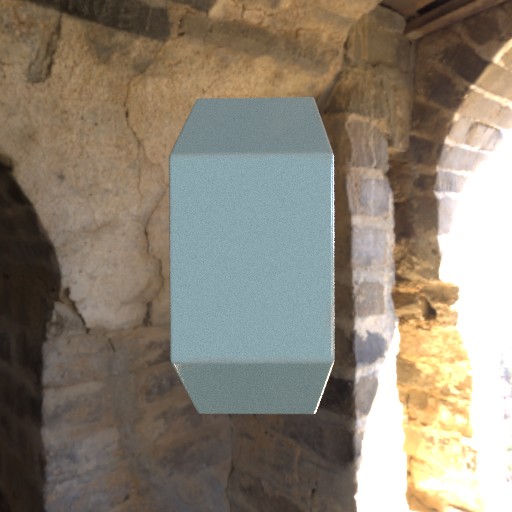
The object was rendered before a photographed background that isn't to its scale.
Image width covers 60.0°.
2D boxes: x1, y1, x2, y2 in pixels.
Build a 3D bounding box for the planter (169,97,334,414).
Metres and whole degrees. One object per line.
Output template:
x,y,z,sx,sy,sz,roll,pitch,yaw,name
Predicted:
0.000,0.000,0.290,0.078,0.207,0.169,0,0,1,planter
